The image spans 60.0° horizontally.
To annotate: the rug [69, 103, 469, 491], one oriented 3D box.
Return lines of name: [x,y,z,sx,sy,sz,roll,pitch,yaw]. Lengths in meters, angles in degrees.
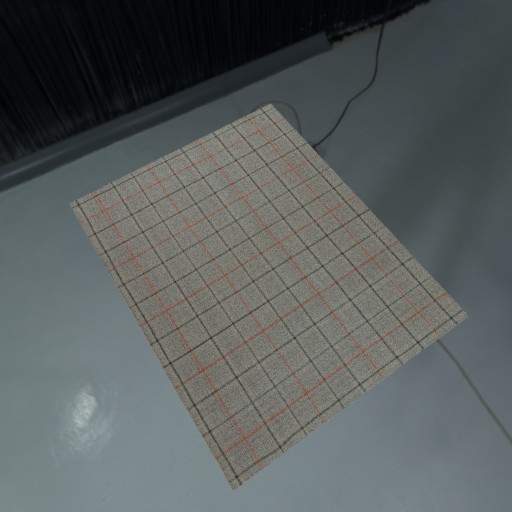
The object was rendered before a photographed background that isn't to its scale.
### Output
rug: [0.000,0.000,4.145,2.444,0.012,3.048,-31,67,-15]
